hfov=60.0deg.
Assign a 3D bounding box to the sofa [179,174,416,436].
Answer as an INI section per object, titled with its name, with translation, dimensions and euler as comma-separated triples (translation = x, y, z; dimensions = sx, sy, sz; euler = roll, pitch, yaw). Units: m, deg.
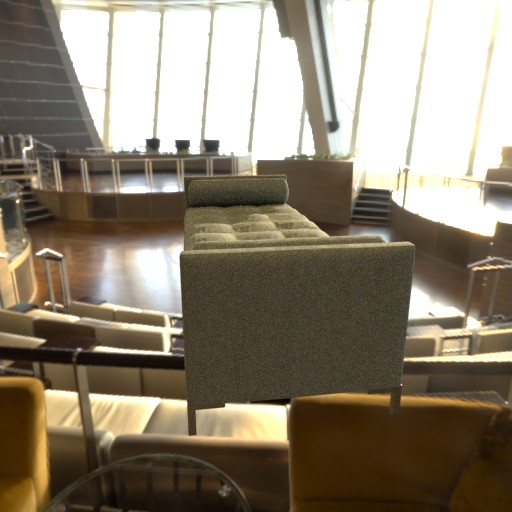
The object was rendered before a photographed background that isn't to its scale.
[sofa]
translation = 0.000, 0.000, 2.469
dimensions = 0.797, 0.657, 2.102
euler = -2, 17, -8
